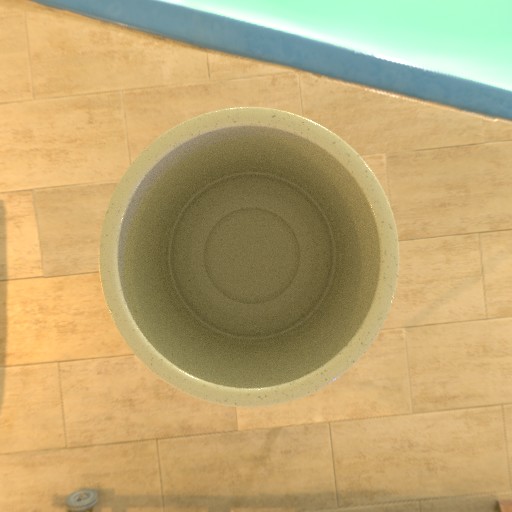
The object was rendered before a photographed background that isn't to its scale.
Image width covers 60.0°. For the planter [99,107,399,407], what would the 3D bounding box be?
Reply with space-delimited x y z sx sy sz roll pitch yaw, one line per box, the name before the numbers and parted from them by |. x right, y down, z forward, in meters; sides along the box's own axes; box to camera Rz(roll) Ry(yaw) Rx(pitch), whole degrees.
planter | 0.000 0.000 0.337 0.159 0.230 0.152 0 90 0
